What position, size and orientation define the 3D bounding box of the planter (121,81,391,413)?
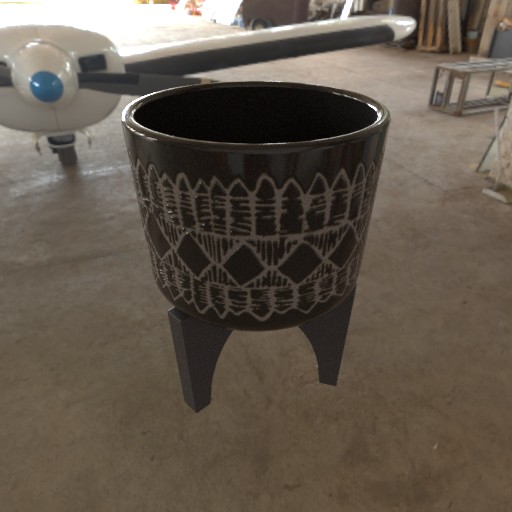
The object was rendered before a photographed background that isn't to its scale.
[{"bbox_3d":[0.000,0.000,0.400,0.196,0.264,0.196,9,33,14],"label":"planter"}]
